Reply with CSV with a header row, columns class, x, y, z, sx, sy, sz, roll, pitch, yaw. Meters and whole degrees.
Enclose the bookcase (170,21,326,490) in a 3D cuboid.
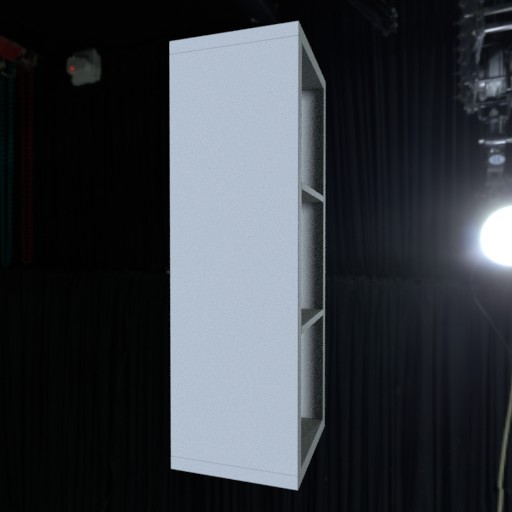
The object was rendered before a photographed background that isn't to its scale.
class,x,y,z,sx,sy,sz,roll,pitch,yaw
bookcase,0.000,0.000,1.255,0.330,1.080,0.390,0,1,18
